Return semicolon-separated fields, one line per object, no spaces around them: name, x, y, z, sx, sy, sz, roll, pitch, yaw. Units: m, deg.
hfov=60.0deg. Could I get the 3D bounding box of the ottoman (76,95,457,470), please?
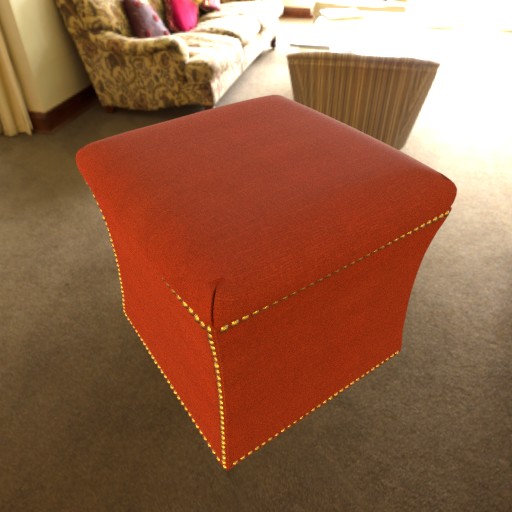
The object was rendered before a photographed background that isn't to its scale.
ottoman;0.000;0.000;0.896;0.497;0.475;0.507;-24;46;-26
